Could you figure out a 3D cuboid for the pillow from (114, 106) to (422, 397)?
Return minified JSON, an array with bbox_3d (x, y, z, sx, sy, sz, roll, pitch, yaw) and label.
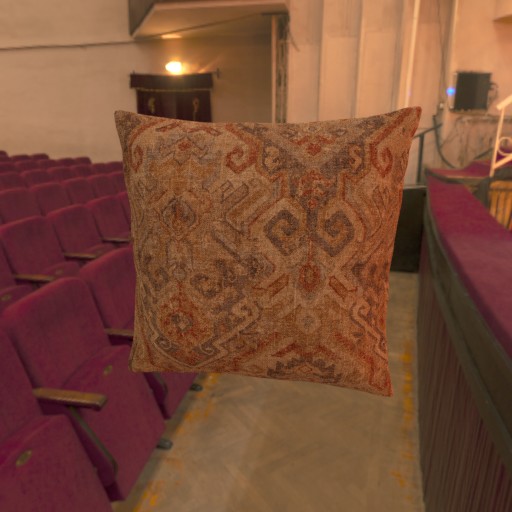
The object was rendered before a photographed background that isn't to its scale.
[{"bbox_3d":[0.000,0.000,0.796,0.523,0.506,0.166,3,15,10],"label":"pillow"}]
